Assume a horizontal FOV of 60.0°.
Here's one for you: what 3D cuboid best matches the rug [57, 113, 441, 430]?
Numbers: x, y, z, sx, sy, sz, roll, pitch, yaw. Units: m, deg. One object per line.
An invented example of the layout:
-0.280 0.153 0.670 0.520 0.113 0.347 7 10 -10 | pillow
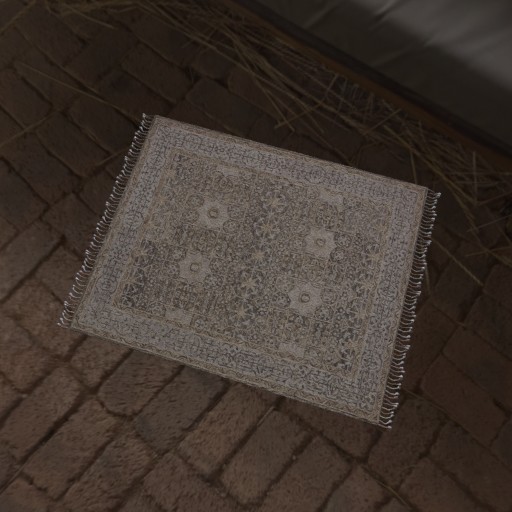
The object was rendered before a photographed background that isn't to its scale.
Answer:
0.000 0.000 4.419 3.291 0.017 2.431 16 75 4 | rug
